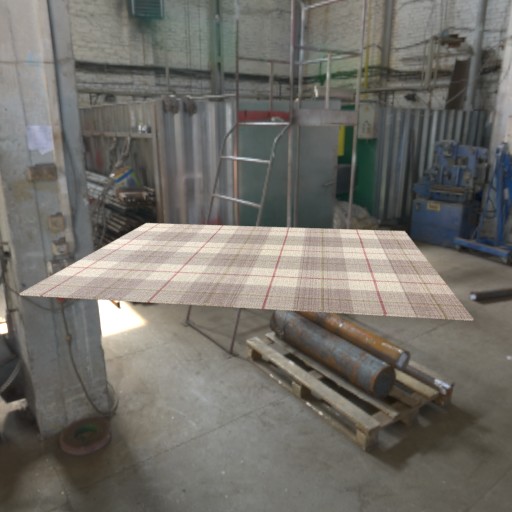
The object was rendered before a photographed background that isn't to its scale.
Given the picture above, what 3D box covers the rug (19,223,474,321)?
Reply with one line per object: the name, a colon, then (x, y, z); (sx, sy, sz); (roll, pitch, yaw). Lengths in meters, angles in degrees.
rug: (0.000, 0.000, 3.951); (2.959, 0.016, 2.317); (2, 17, 8)
